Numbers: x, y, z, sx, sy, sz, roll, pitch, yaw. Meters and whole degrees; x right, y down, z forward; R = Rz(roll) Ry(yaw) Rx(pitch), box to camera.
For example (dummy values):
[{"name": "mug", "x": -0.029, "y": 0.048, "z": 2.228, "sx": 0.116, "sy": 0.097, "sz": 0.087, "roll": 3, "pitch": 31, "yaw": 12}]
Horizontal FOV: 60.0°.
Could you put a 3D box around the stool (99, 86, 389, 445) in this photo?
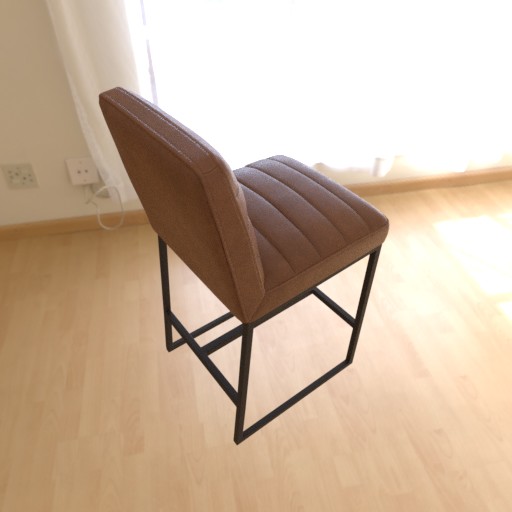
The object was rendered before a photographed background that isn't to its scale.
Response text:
[{"name": "stool", "x": 0.000, "y": 0.000, "z": 1.241, "sx": 0.556, "sy": 0.940, "sz": 0.458, "roll": -26, "pitch": 47, "yaw": -27}]
